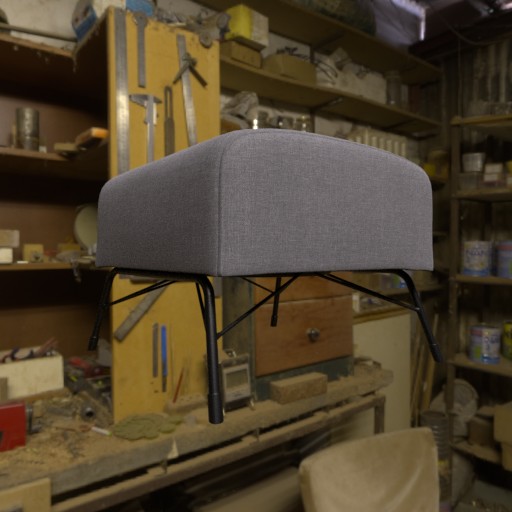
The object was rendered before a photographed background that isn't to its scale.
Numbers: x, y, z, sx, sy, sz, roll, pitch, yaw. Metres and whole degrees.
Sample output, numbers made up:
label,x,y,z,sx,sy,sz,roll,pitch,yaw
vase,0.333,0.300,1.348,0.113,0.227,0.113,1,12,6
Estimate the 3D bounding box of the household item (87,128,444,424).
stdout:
label,x,y,z,sx,sy,sz,roll,pitch,yaw
household item,0.000,0.000,0.914,0.530,0.410,0.530,0,1,-37
